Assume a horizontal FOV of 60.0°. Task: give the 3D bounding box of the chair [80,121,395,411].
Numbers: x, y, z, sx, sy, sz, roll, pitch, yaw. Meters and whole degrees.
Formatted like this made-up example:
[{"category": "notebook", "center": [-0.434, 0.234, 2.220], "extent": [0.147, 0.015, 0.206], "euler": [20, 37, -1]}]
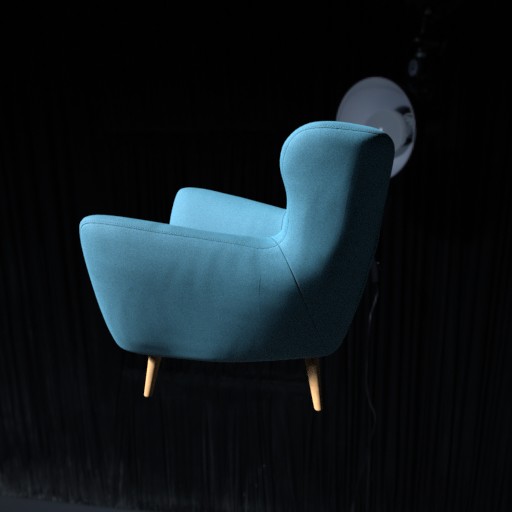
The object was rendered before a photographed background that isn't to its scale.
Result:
[{"category": "chair", "center": [0.000, 0.000, 1.590], "extent": [0.889, 0.889, 0.890], "euler": [2, 14, 9]}]
